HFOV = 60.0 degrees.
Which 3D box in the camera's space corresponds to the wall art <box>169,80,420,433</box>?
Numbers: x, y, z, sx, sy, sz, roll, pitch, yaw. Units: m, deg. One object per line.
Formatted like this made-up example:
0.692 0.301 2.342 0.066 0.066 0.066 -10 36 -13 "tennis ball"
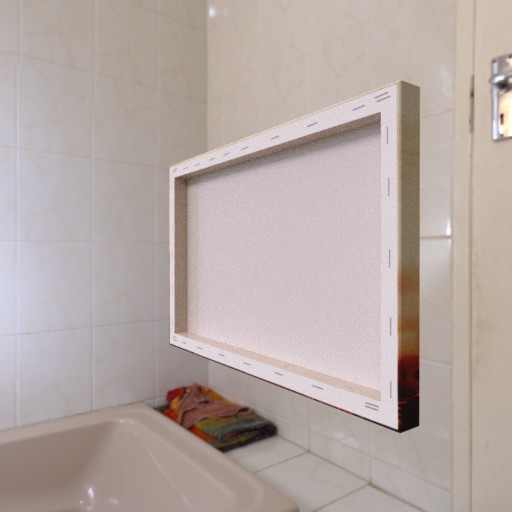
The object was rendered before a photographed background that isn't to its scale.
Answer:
0.000 0.000 0.762 0.040 0.402 0.613 0 0 -36 "wall art"
